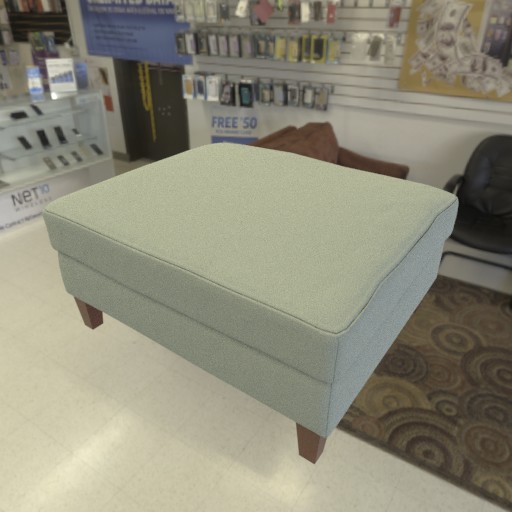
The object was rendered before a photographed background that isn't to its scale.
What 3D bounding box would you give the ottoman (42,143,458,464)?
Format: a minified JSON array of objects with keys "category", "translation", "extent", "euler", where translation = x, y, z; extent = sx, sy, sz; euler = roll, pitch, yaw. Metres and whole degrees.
[{"category":"ottoman","translation":[0.000,0.000,1.431],"extent":[0.991,0.494,0.842],"euler":[20,36,30]}]
